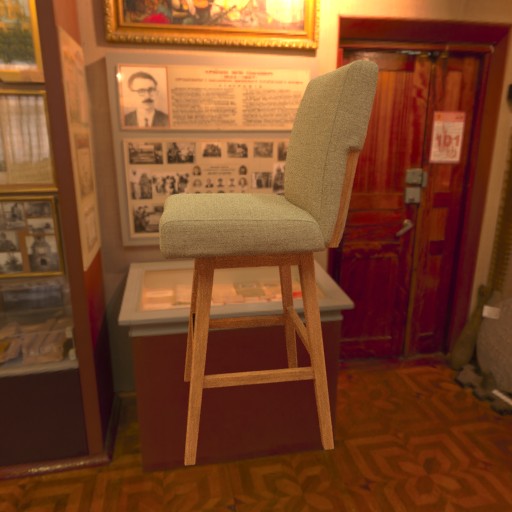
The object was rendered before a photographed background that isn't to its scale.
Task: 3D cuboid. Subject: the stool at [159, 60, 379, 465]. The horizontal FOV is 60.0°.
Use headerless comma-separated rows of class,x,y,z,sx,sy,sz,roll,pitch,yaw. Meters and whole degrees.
stool,0.000,0.000,1.398,0.569,1.106,0.483,-2,16,-9
